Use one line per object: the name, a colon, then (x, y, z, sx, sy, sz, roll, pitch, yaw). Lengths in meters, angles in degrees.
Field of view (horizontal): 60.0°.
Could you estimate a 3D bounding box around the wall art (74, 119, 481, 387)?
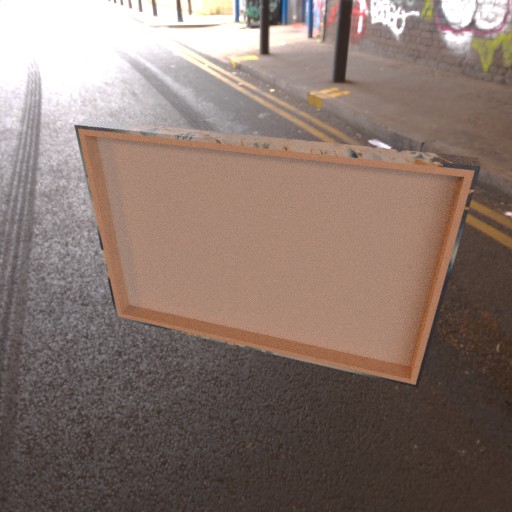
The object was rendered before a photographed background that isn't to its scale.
wall art: (0.000, 0.000, 0.760, 0.607, 0.405, 0.036, 10, 33, 15)
